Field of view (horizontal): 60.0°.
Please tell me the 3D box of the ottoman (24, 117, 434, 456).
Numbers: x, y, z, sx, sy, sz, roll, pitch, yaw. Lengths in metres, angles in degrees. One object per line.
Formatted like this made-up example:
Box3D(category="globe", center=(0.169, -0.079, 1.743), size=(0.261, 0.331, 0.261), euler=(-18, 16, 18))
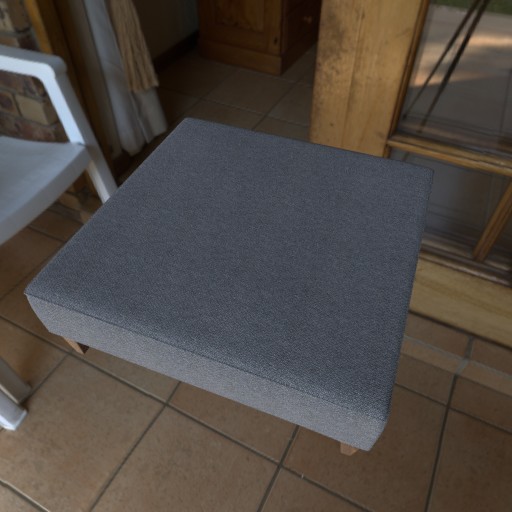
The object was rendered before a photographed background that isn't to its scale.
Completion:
Box3D(category="ottoman", center=(0.000, 0.000, 1.474), size=(0.981, 0.378, 0.970), euler=(16, 50, 14))
